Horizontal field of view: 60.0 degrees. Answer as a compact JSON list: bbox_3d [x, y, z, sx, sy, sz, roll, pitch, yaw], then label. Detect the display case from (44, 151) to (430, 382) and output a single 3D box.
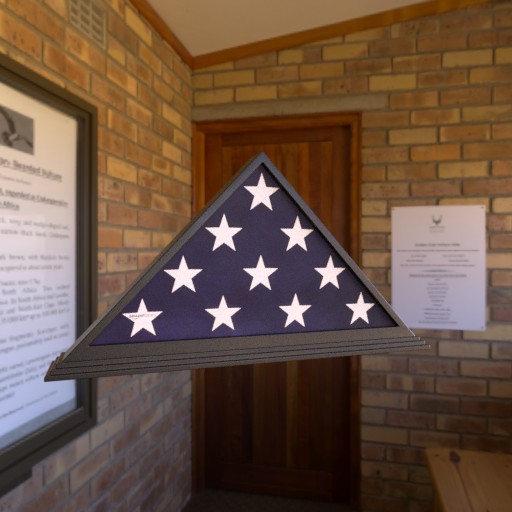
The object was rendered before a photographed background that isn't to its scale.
[{"bbox_3d":[0.000,0.000,0.748,0.640,0.340,0.095,0,0,-19],"label":"display case"}]
